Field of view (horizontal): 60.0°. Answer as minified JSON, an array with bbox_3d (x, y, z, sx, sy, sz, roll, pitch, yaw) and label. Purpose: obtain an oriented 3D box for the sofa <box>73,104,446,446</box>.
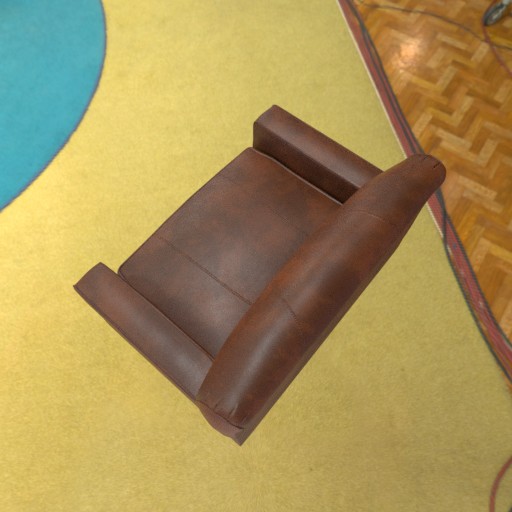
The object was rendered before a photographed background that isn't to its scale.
[{"bbox_3d":[0.000,0.000,2.134,1.000,0.956,1.413,37,69,16],"label":"sofa"}]
